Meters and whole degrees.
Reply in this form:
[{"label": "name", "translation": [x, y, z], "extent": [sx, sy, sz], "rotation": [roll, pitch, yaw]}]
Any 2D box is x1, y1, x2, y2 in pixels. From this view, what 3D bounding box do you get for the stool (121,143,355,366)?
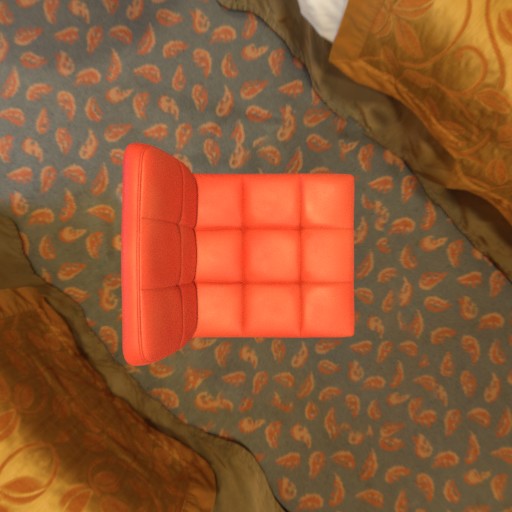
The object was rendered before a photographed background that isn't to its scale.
[{"label": "stool", "translation": [0.000, 0.000, 1.354], "extent": [0.505, 1.115, 0.430], "rotation": [0, 90, 0]}]
